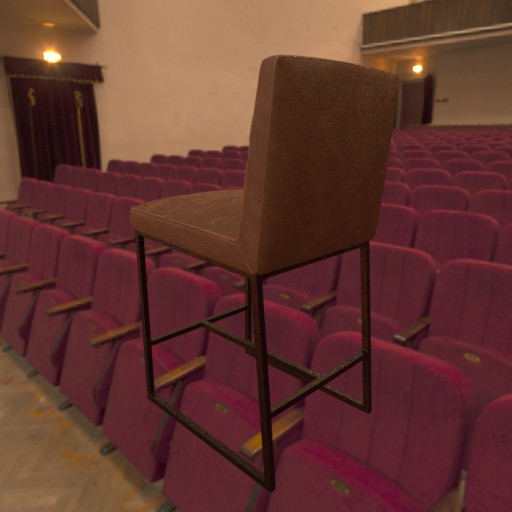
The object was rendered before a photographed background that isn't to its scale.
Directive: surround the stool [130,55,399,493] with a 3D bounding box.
[{"bbox_3d":[0.000,0.000,1.224,0.463,0.942,0.562,-15,22,-43],"label":"stool"}]
